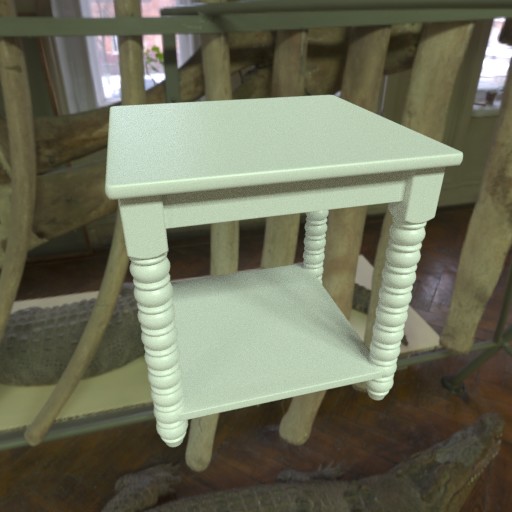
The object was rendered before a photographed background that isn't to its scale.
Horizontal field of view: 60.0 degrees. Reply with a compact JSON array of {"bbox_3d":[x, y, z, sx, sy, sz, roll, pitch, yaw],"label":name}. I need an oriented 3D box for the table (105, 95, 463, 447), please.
[{"bbox_3d":[0.000,0.000,0.967,0.533,0.563,0.500,-8,31,-13],"label":"table"}]
